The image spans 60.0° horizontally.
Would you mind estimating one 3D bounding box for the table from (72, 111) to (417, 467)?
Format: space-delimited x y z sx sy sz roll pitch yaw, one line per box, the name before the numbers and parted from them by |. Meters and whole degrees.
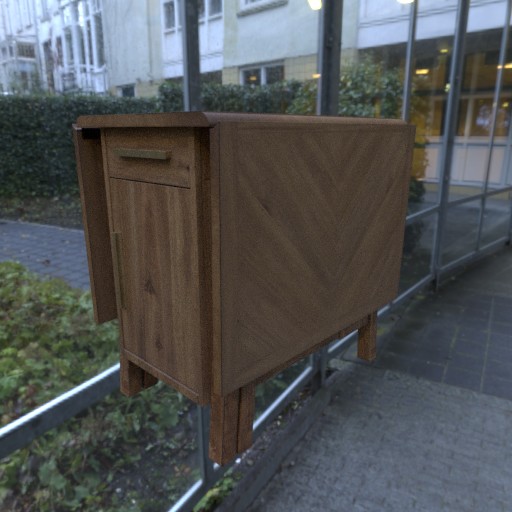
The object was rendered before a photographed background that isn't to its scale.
table | 0.000 0.000 1.644 0.701 0.981 0.967 15 21 42
